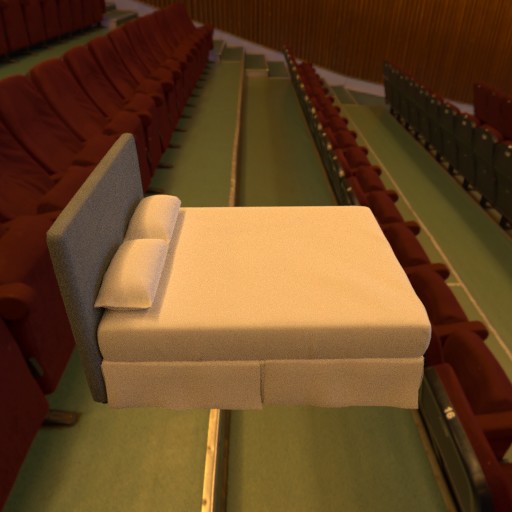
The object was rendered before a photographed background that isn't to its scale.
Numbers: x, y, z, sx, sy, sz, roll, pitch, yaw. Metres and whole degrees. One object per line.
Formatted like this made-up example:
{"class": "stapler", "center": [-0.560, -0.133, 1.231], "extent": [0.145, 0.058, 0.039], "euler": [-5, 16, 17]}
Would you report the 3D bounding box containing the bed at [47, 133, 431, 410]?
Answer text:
{"class": "bed", "center": [0.000, 0.000, 3.212], "extent": [2.142, 1.330, 1.713], "euler": [-1, 33, -1]}
